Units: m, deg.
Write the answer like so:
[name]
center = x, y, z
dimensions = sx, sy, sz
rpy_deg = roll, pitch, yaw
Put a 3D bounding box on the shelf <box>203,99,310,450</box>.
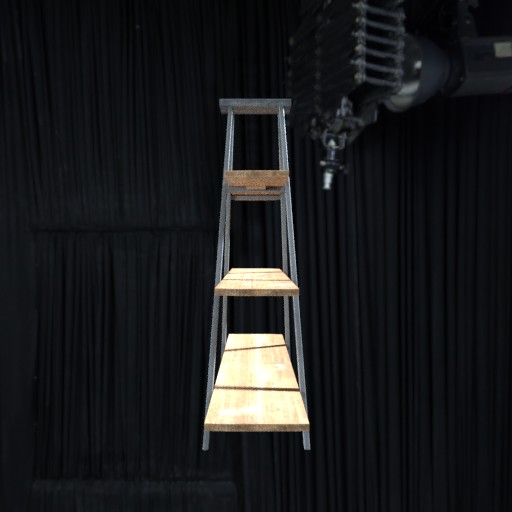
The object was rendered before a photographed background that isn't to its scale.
[shelf]
center = 0.000, 0.000, 2.634
dimensions = 0.508, 1.808, 1.746
rpy_deg = 0, 2, 0
